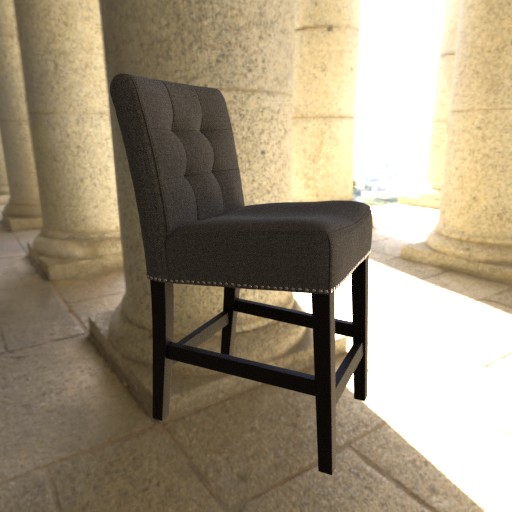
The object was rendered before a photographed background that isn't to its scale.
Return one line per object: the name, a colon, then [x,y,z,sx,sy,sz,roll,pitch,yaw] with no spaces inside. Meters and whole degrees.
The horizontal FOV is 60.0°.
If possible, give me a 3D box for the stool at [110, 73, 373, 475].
stool: [0.000,0.000,1.172,0.571,0.885,0.427,8,17,25]
